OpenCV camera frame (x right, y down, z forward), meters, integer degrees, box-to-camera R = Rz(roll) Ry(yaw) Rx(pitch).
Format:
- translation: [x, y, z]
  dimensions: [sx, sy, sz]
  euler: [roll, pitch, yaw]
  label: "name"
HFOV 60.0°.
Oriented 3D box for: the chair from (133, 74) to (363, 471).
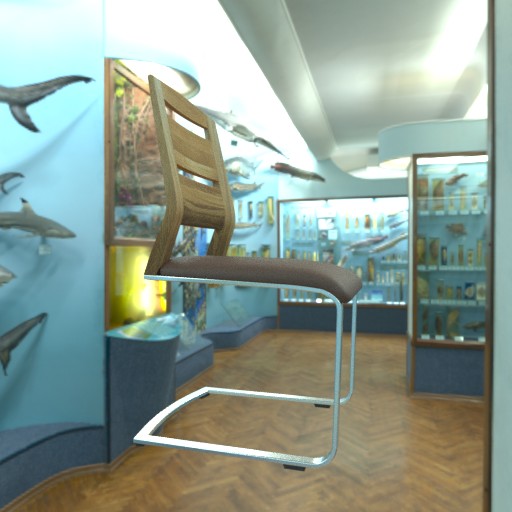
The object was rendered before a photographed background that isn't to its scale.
- translation: [0.000, 0.000, 1.265]
  dimensions: [0.570, 0.970, 0.460]
  euler: [0, 0, 17]
  label: "chair"
